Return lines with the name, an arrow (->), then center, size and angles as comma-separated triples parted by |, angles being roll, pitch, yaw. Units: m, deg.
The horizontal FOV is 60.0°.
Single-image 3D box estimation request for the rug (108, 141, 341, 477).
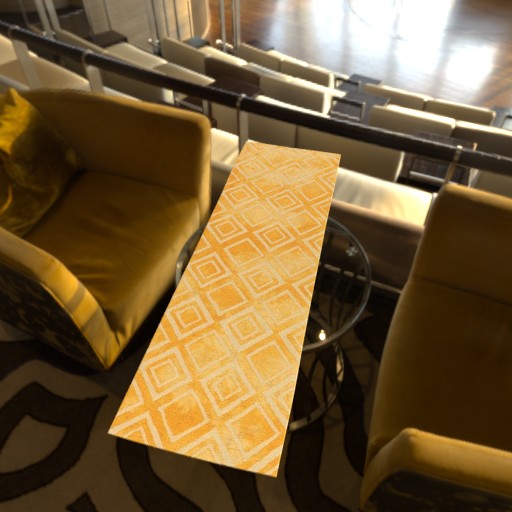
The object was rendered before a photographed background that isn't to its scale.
rug -> 0.000, 0.000, 2.712 | 0.775, 0.010, 2.438 | 10, 47, 9
